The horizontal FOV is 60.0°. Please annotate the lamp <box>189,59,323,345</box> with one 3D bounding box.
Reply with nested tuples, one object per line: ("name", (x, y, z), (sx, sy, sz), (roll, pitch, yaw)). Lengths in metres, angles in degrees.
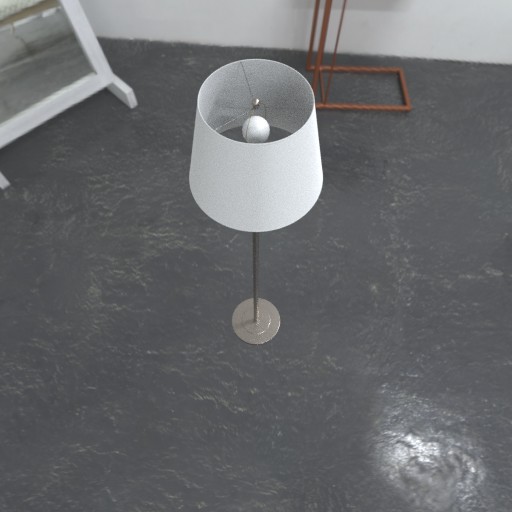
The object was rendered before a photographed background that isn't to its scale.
("lamp", (0.000, 0.000, 1.605), (0.355, 1.473, 0.355), (0, 63, 0))
